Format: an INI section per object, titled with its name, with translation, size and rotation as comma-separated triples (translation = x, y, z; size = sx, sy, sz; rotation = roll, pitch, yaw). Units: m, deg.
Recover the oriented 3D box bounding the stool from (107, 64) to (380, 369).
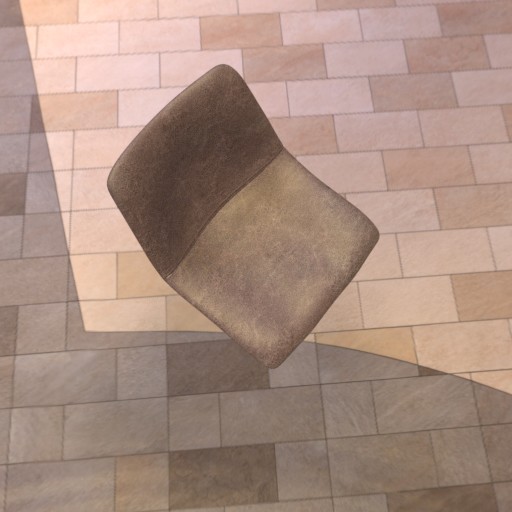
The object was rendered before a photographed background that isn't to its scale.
[stool]
translation = 0.000, 0.000, 1.427
size = 0.561, 1.082, 0.514
rotation = 39, 78, 10
